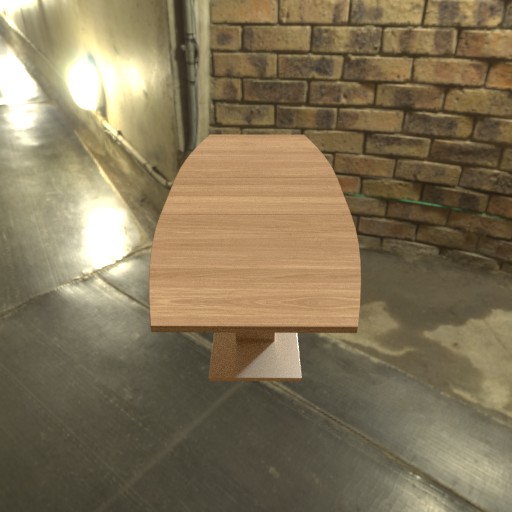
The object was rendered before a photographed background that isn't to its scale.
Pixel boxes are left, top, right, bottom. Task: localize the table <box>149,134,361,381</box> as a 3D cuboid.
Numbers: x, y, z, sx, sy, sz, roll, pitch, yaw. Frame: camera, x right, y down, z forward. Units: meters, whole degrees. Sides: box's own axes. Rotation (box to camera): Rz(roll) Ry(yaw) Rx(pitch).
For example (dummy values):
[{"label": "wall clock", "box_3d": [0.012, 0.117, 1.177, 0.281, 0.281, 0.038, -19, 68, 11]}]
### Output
[{"label": "table", "box_3d": [0.000, 0.000, 2.482, 0.900, 0.750, 2.032, 0, 32, 0]}]
